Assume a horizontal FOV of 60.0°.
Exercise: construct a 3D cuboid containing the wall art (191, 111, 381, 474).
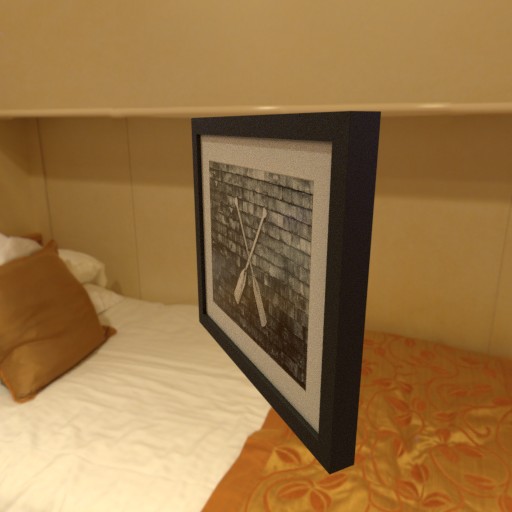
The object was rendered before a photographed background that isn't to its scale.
[{"bbox_3d":[0.000,0.000,0.546,0.029,0.330,0.381,-8,18,-25],"label":"wall art"}]
